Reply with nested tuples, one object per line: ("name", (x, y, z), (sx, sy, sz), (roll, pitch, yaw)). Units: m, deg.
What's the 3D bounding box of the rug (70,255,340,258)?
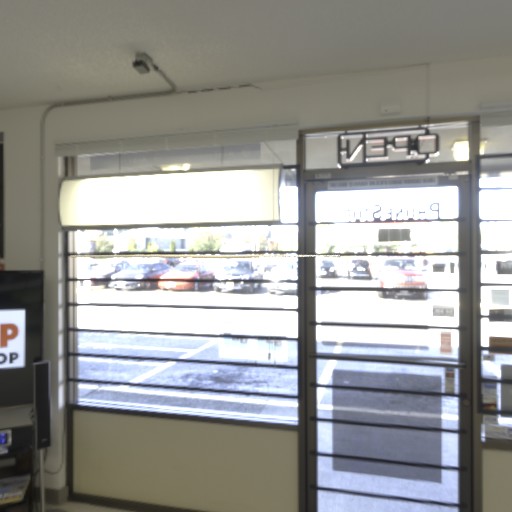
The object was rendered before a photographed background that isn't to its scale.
("rug", (0.000, 0.000, 2.782), (0.770, 0.016, 2.442), (0, 0, 17))
